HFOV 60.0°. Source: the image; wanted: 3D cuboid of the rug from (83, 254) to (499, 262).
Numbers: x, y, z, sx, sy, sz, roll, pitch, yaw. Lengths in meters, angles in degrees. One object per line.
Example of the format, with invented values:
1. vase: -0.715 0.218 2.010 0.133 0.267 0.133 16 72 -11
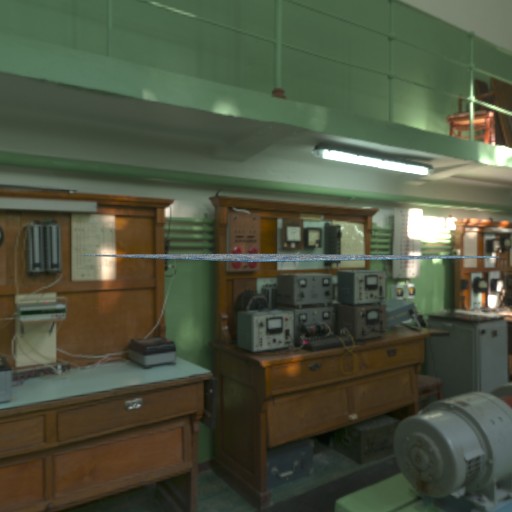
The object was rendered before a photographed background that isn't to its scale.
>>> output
1. rug: 0.000 0.000 4.147 2.337 0.013 3.291 0 1 -35
